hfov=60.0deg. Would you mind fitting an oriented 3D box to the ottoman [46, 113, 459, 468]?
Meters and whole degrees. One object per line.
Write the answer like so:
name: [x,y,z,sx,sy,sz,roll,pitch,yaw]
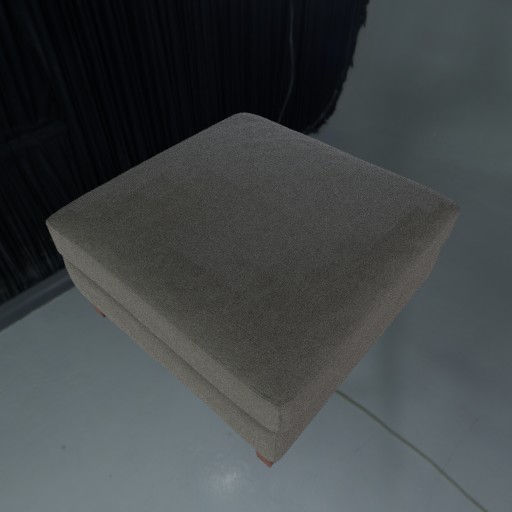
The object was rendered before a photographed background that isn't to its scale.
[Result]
ottoman: [0.000,0.000,1.399,0.881,0.482,0.861,32,54,27]
